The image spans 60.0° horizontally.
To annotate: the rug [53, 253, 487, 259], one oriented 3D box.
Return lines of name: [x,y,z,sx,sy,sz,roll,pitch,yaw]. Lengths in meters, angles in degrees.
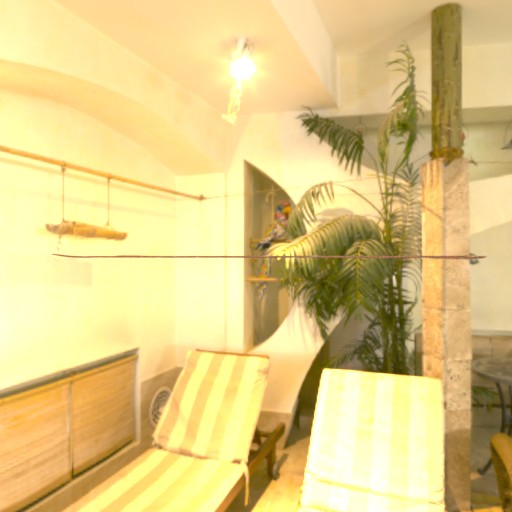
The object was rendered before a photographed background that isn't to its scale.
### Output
rug: [0.000,0.000,2.720,2.444,0.030,0.799,0,0,20]
